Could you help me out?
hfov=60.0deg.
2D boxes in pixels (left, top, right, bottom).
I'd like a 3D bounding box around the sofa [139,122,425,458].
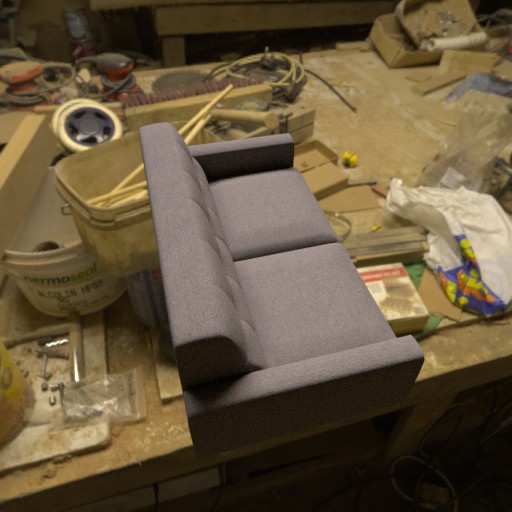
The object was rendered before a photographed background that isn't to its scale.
[{"bbox_3d":[0.000,0.000,2.188,0.909,0.841,1.631,-11,47,-10],"label":"sofa"}]
